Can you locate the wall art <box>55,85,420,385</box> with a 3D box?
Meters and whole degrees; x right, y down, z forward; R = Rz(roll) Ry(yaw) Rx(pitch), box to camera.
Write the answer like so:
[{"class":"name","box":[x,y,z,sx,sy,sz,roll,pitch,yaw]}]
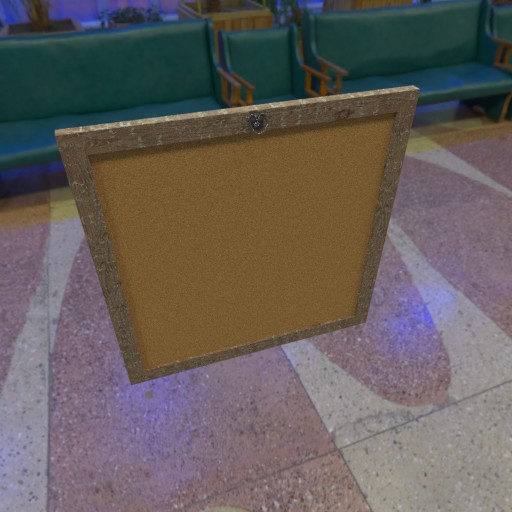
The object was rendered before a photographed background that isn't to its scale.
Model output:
[{"class":"wall art","box":[0.000,0.000,0.564,0.380,0.380,0.022,-12,41,-14]}]
